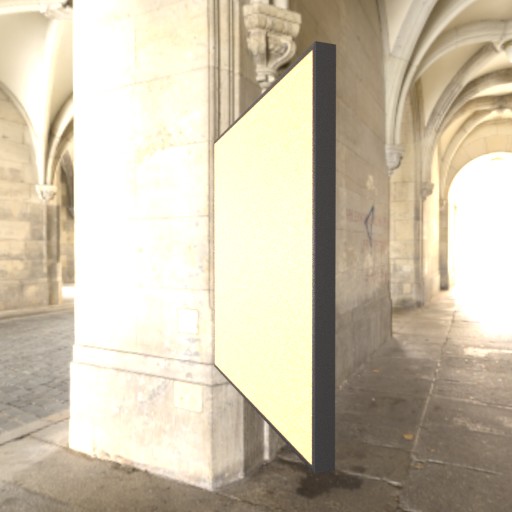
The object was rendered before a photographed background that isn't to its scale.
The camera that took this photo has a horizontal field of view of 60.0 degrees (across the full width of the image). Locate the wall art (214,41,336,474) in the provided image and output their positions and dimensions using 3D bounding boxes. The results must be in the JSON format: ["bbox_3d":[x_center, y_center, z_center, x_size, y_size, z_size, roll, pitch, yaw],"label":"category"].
[{"bbox_3d":[0.000,0.000,1.154,0.042,0.766,0.769,0,1,-19],"label":"wall art"}]
